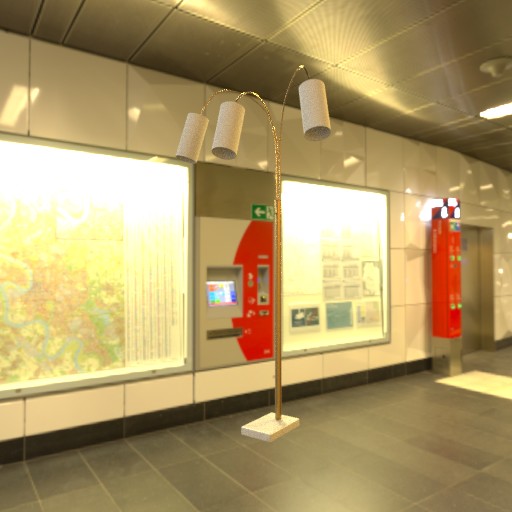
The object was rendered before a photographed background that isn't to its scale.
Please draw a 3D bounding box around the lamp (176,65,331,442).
[{"bbox_3d":[0.000,0.000,2.502,1.020,2.055,0.667,-1,-2,36],"label":"lamp"}]
